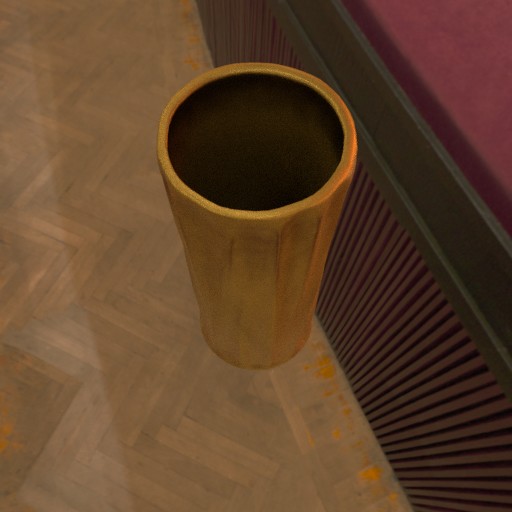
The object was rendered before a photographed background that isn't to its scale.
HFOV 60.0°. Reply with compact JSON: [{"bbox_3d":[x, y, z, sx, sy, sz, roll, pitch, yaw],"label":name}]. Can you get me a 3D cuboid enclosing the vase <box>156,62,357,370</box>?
[{"bbox_3d":[0.000,0.000,0.177,0.061,0.143,0.061,0,64,0],"label":"vase"}]
